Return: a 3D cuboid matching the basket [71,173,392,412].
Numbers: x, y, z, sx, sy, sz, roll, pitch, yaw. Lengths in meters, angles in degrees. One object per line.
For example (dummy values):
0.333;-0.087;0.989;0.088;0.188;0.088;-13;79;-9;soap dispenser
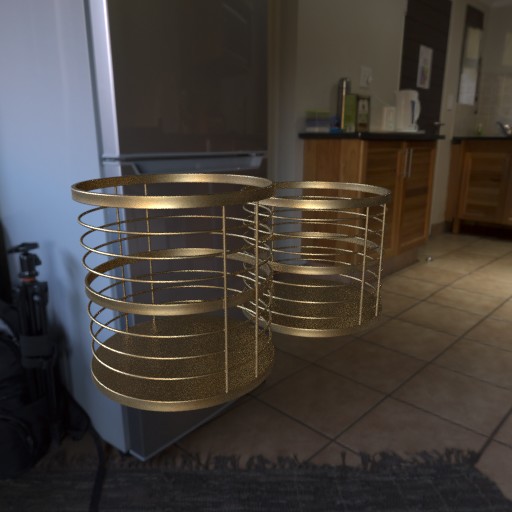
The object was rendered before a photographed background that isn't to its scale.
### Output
0.000;0.000;0.972;0.746;0.351;0.356;-14;21;-42;basket
